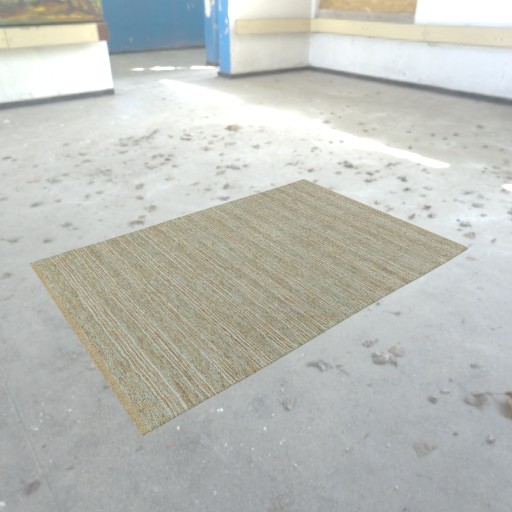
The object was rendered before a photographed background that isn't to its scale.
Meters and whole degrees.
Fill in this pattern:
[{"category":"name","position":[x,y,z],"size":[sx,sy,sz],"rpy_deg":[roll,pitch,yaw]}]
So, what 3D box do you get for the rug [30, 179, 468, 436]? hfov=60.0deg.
[{"category":"rug","position":[0.000,0.000,2.218],"size":[1.824,0.010,1.240],"rpy_deg":[-22,37,-32]}]
